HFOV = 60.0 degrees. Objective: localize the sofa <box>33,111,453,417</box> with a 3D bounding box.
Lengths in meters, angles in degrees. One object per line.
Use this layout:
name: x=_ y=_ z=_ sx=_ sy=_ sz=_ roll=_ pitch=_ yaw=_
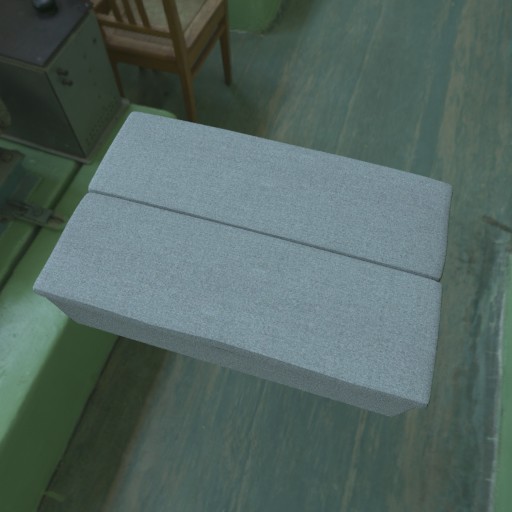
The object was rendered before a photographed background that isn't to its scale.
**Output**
sofa: x=0.000 y=0.000 z=1.637 sx=1.250 sy=0.434 sz=0.817 roll=15 pitch=64 yaw=7
